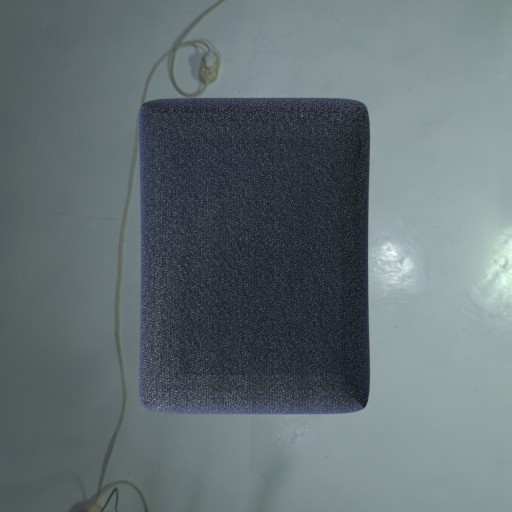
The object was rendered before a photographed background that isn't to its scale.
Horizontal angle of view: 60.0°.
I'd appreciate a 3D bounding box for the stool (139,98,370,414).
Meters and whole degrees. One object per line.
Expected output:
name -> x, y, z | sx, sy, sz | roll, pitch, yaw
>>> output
stool -> 0.000, 0.000, 1.024 | 0.358, 0.740, 0.498 | 0, 90, 0
